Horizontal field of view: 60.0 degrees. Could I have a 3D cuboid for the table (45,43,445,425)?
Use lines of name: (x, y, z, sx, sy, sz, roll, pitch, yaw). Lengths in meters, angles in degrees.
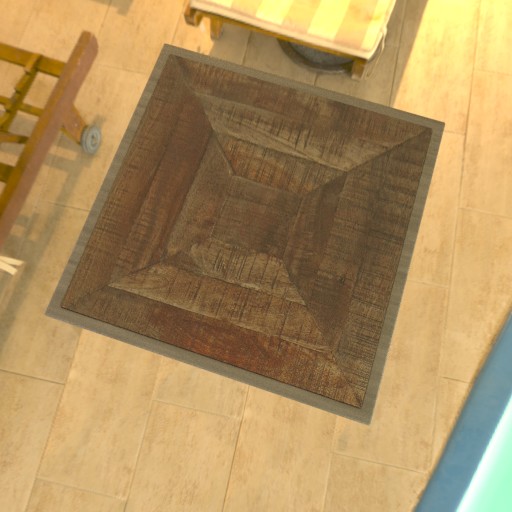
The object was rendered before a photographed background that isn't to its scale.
table: (0.000, 0.000, 0.866, 0.450, 0.500, 0.449, 18, 77, 4)
